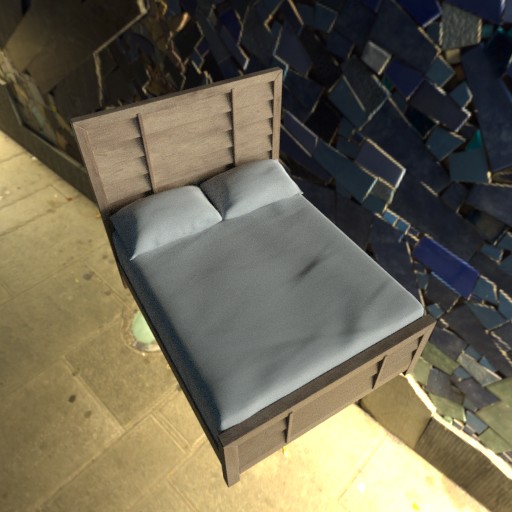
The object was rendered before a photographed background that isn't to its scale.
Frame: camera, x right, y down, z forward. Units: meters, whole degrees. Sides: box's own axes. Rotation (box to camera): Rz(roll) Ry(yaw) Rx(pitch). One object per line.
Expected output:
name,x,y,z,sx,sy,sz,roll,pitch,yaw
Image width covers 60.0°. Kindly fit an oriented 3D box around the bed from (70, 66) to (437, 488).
bed,0.000,0.000,3.140,1.615,1.631,2.017,-23,50,-21
